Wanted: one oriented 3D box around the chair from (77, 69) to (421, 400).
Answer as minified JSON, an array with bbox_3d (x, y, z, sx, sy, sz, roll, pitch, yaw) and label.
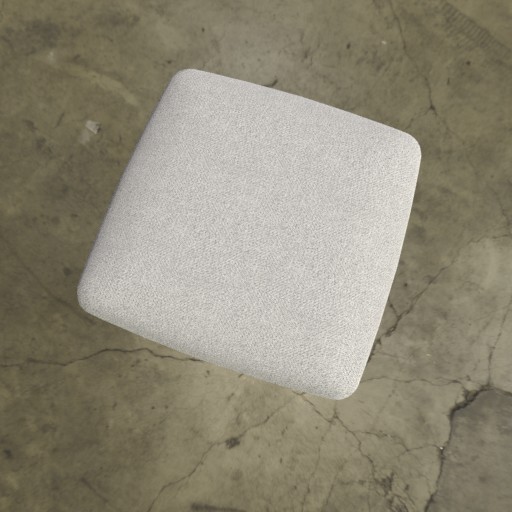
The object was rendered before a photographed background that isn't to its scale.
[{"bbox_3d":[0.000,0.000,0.702,0.350,0.440,0.350,18,76,5],"label":"chair"}]
